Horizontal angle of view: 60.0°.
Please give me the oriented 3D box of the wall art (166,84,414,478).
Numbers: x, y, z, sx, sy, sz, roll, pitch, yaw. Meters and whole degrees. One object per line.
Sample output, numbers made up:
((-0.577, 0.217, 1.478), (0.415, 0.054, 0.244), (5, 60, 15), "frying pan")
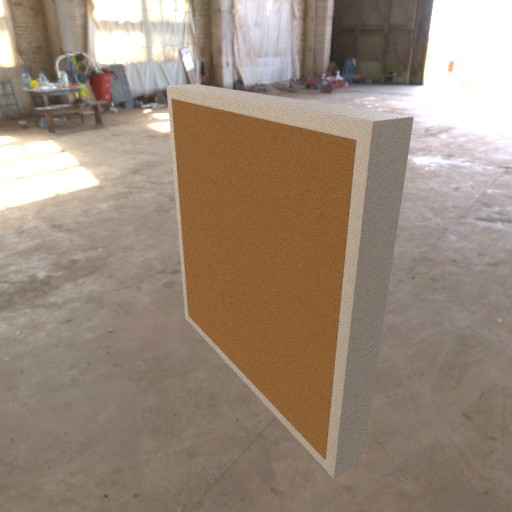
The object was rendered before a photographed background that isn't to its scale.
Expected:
((0.000, 0.000, 0.449), (0.037, 0.305, 0.305), (-16, 30, -30), "wall art")
